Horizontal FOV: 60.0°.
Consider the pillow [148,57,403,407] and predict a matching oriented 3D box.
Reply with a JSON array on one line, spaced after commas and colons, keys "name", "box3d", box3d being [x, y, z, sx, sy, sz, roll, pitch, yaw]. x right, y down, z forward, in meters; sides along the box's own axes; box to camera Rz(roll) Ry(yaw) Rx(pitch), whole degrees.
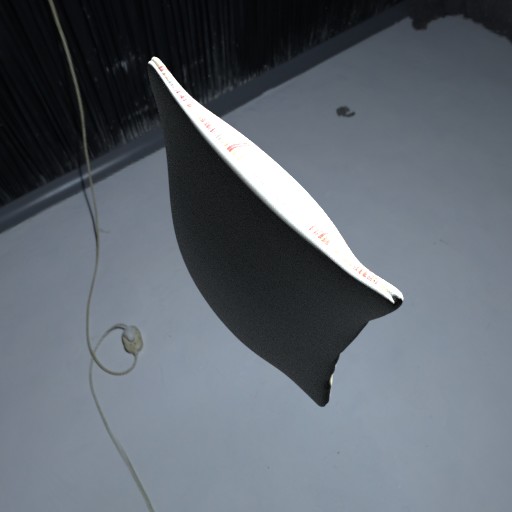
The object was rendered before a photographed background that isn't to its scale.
[{"name": "pillow", "box3d": [0.000, 0.000, 0.684, 0.191, 0.449, 0.451, -33, 64, -18]}]
